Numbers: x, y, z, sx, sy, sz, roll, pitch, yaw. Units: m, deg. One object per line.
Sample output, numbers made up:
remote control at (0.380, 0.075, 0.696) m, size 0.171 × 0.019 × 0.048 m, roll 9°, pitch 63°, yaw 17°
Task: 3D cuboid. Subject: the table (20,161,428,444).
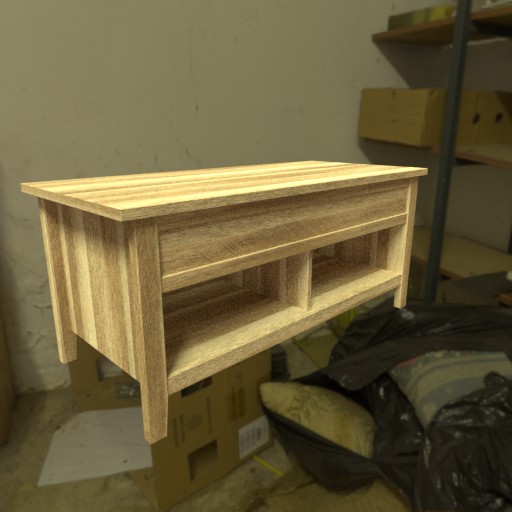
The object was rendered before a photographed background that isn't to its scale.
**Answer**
table at (0.000, 0.000, 1.324) m, size 1.095 × 0.480 × 0.493 m, roll -15°, pitch 22°, yaw -42°
